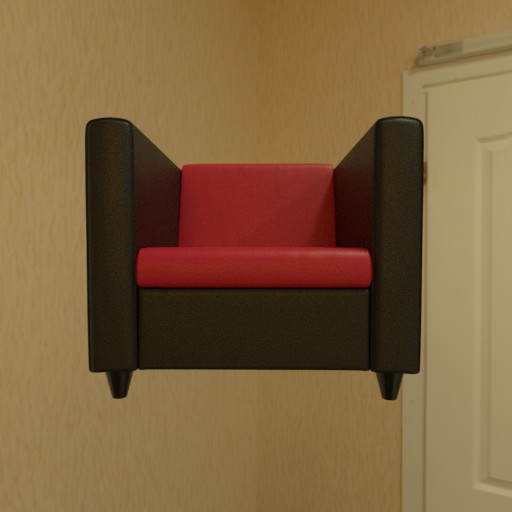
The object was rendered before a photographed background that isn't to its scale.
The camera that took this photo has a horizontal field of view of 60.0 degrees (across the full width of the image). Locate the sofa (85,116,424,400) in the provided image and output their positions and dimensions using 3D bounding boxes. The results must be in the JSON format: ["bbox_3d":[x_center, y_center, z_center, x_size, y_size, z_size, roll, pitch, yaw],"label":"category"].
[{"bbox_3d":[0.000,0.000,1.485,0.839,0.724,0.809,0,1,1],"label":"sofa"}]
